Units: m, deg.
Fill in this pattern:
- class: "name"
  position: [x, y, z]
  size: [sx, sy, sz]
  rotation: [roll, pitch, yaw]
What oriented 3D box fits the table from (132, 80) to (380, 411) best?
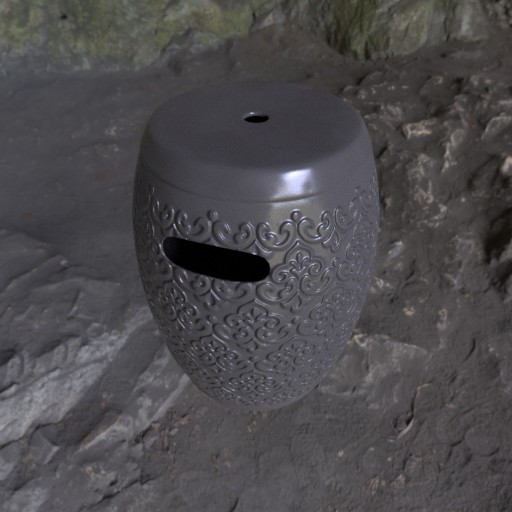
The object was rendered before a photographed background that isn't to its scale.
- class: "table"
  position: [0.000, 0.000, 0.604]
  size: [0.309, 0.397, 0.309]
  rotation: [0, 41, 0]
